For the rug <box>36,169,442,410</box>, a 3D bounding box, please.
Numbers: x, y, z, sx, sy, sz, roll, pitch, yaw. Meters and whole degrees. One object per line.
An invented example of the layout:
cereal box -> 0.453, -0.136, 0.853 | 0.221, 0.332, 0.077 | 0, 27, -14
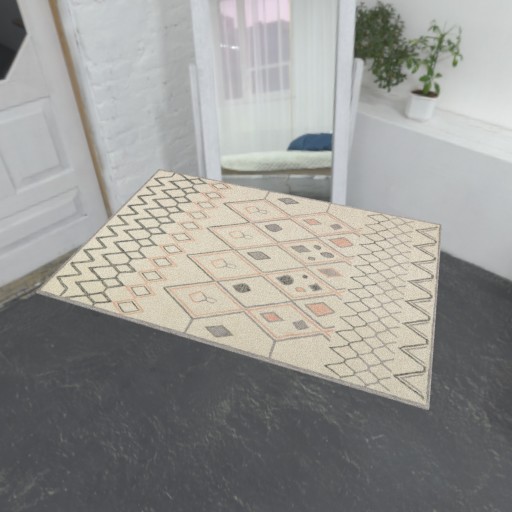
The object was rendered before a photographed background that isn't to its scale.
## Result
rug -> 0.000, 0.000, 2.342 | 1.829, 0.016, 1.219 | 13, 43, 15
